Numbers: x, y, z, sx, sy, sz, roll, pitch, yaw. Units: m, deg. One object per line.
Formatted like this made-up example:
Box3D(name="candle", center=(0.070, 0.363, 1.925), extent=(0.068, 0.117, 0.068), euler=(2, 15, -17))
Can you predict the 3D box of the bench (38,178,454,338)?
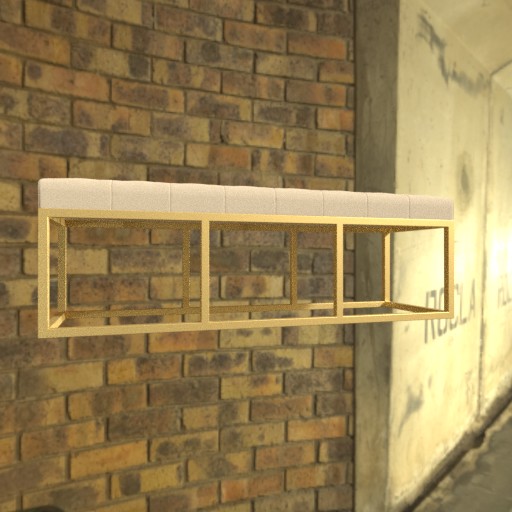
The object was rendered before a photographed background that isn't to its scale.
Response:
Box3D(name="bench", center=(0.000, 0.000, 1.722), extent=(1.473, 0.484, 0.457), euler=(0, 0, -17))
